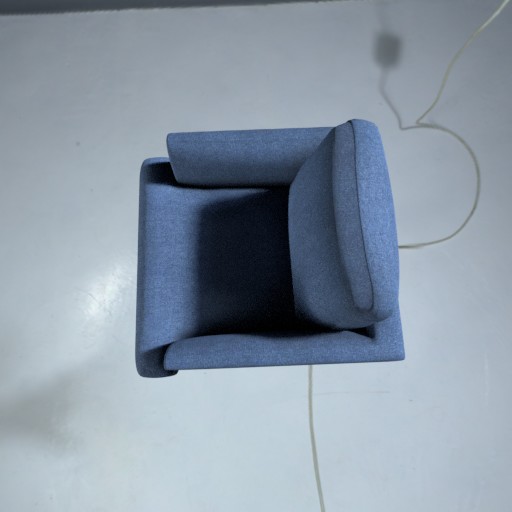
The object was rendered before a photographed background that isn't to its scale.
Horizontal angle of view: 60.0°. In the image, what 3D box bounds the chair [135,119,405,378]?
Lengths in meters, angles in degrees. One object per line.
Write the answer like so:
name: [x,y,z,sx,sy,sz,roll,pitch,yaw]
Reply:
chair: [0.000,0.000,1.669,0.899,0.957,0.858,-2,76,-1]
